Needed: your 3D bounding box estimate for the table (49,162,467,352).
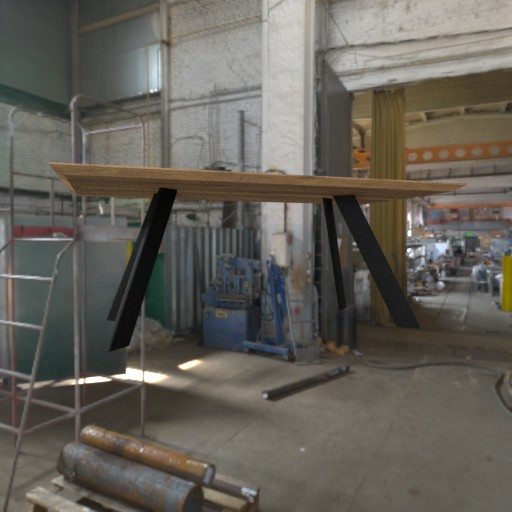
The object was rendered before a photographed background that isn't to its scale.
[{"bbox_3d":[0.000,0.000,2.494,2.000,0.770,1.000,-1,2,-18],"label":"table"}]
